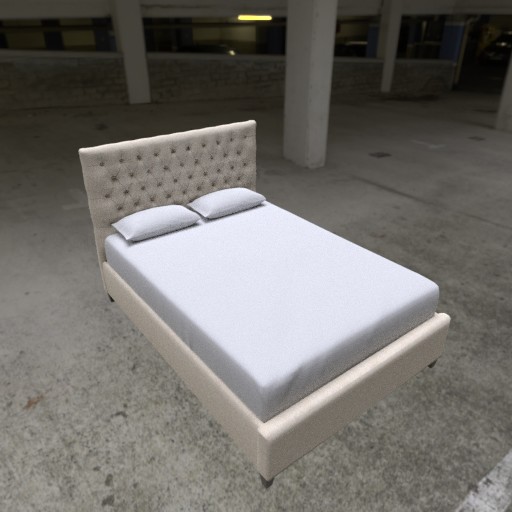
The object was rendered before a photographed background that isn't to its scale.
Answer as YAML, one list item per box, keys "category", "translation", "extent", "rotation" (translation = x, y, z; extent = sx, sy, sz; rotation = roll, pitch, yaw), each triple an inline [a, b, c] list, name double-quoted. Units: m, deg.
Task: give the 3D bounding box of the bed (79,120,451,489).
- category: "bed"
  translation: [0.000, 0.000, 3.383]
  extent: [1.698, 1.427, 2.387]
  rotation: [-20, 35, -32]
